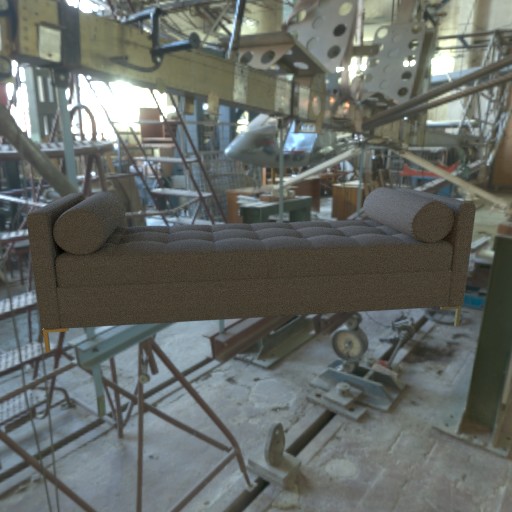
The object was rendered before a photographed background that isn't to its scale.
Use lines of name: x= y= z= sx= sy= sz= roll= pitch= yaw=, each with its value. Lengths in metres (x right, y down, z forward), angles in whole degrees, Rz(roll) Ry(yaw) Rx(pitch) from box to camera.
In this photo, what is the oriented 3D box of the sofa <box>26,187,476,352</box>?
sofa: x=0.000 y=0.000 z=2.321 sx=1.981 sy=0.635 sz=0.686 roll=-2 pitch=15 yaw=-8
